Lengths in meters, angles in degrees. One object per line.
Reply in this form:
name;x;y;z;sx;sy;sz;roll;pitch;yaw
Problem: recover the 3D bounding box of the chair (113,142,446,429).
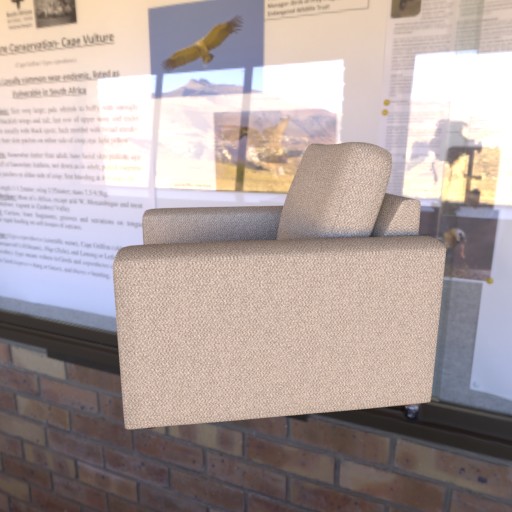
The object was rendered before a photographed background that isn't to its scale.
chair;0.000;0.000;1.762;1.016;0.873;1.005;-2;14;-8
